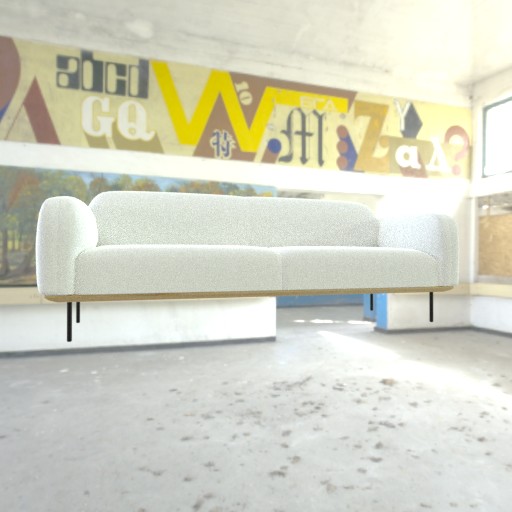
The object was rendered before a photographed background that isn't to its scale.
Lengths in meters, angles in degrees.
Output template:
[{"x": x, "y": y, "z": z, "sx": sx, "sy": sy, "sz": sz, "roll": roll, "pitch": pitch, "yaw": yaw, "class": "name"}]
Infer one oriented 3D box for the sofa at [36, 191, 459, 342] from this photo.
[{"x": 0.000, "y": 0.000, "z": 2.603, "sx": 2.280, "sy": 0.780, "sz": 0.870, "roll": 0, "pitch": -1, "yaw": -19, "class": "sofa"}]
